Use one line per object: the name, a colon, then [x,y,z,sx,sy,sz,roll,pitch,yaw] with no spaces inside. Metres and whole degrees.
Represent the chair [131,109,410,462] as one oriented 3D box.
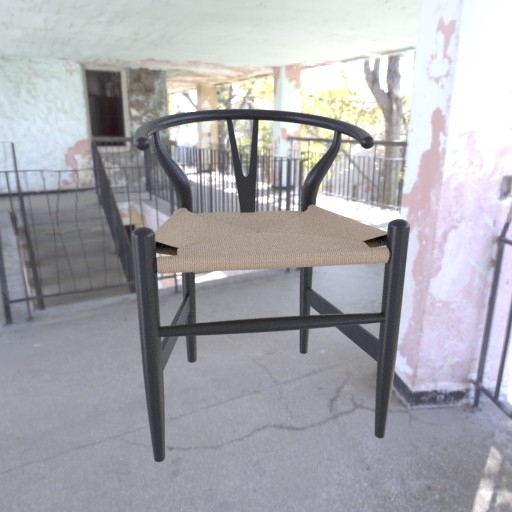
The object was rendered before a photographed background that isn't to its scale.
chair: [0.000,0.000,1.142,0.570,0.739,0.570,-2,16,-8]
